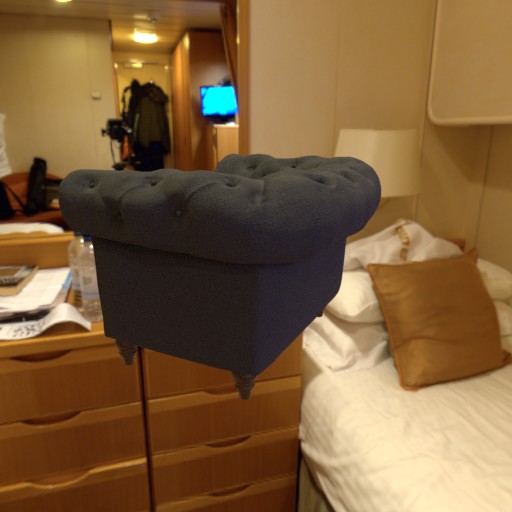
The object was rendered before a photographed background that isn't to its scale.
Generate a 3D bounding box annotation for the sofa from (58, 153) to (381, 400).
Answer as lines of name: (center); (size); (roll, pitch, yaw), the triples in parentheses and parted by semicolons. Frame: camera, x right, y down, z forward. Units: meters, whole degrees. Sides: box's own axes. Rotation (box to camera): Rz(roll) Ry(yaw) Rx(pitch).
sofa: (0.000, 0.000, 2.057); (1.032, 0.878, 1.405); (8, 17, 25)
